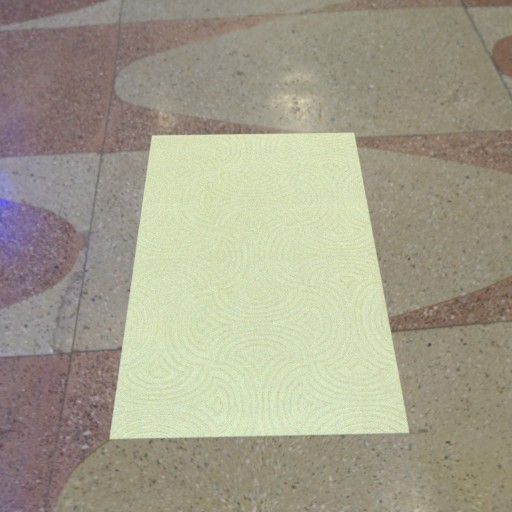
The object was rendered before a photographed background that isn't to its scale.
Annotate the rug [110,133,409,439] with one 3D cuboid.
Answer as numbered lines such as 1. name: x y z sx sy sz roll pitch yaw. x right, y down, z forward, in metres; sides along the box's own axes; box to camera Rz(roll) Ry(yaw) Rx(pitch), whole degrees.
1. rug: 0.000 0.000 2.796 1.526 0.015 2.132 -1 59 -1
